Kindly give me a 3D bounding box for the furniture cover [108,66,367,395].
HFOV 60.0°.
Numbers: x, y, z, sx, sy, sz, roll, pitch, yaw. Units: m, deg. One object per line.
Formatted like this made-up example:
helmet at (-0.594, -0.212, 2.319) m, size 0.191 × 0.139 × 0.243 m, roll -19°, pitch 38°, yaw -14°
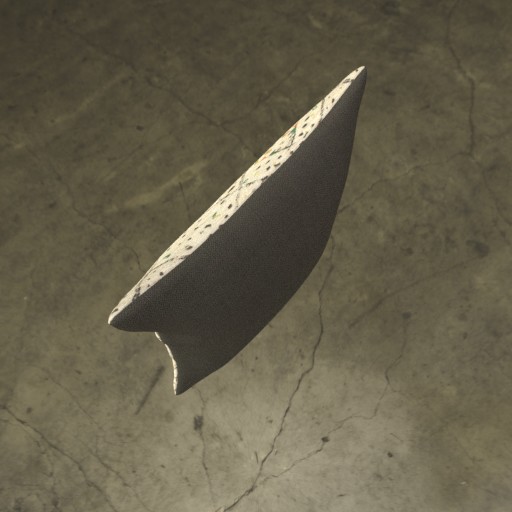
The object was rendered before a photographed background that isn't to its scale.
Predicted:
furniture cover at (0.000, 0.000, 0.794) m, size 0.180 × 0.498 × 0.525 m, roll 36°, pitch 69°, yaw 16°
